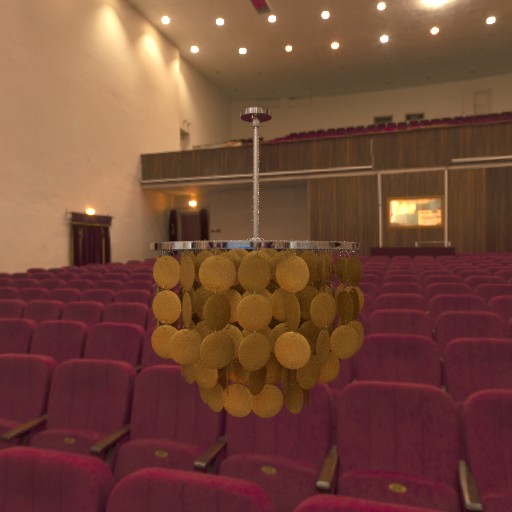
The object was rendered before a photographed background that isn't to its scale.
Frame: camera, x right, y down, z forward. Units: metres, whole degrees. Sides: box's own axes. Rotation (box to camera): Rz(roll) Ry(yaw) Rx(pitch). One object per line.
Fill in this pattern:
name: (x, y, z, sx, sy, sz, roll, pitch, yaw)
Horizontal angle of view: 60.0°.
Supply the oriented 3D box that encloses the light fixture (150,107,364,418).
light fixture: (0.000, 0.000, 0.754, 0.368, 0.492, 0.368, 0, 0, 0)
